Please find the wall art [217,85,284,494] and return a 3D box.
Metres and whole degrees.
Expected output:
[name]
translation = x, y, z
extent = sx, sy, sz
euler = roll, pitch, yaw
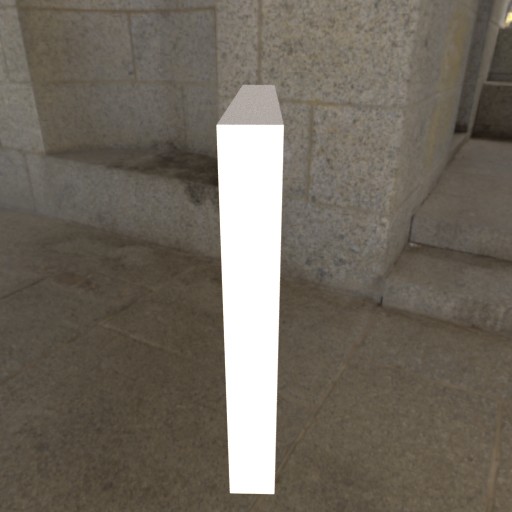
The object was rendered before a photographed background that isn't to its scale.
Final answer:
[wall art]
translation = 0.000, 0.000, 0.451
extent = 0.038, 0.305, 0.305
euler = 1, 25, 1
